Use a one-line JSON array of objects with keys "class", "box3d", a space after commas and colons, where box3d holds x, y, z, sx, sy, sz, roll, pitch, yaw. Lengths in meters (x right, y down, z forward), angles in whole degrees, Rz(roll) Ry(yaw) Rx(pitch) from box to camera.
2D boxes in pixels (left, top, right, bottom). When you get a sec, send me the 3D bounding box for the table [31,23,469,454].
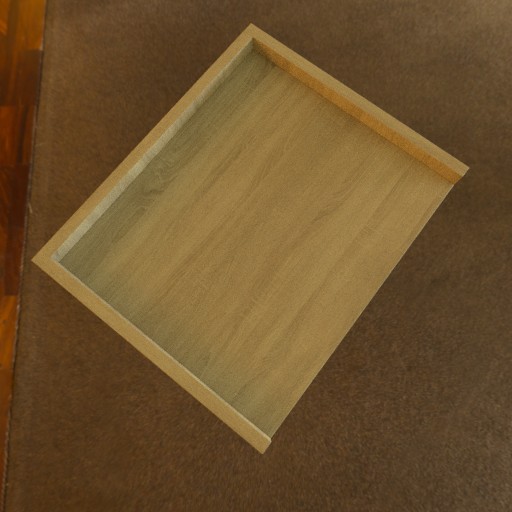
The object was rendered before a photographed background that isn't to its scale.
[{"class": "table", "box3d": [0.000, 0.000, 0.804, 0.370, 0.470, 0.450, 37, 79, 9]}]
